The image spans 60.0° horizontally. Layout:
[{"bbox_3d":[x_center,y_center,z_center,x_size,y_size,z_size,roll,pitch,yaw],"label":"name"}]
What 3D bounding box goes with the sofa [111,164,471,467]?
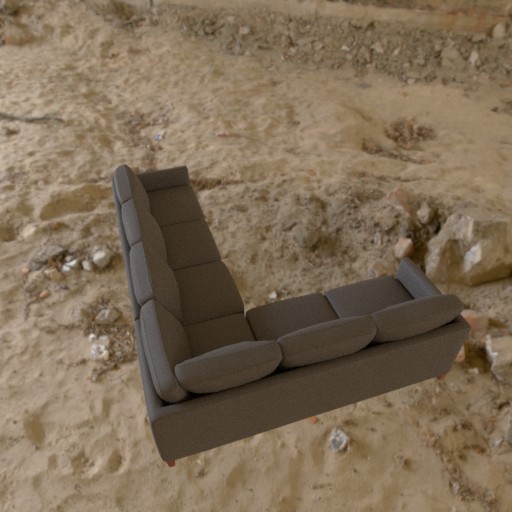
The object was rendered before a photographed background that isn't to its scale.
[{"bbox_3d":[0.000,0.000,4.535,2.593,0.947,3.302,-12,43,-14],"label":"sofa"}]
